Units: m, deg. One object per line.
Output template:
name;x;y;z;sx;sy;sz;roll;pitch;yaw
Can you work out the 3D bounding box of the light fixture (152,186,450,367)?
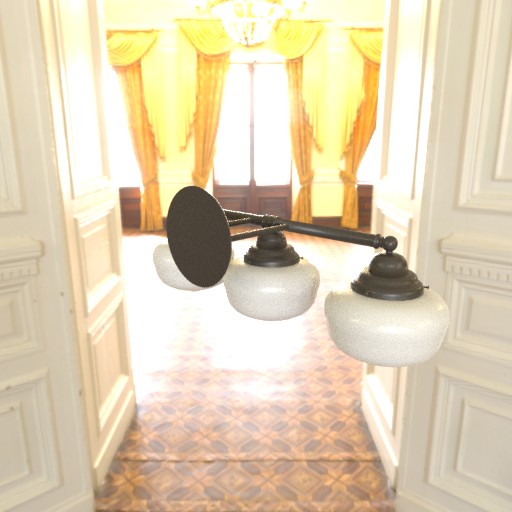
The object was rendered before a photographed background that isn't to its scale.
light fixture;0.000;0.000;0.714;0.587;0.242;0.239;14;20;43
